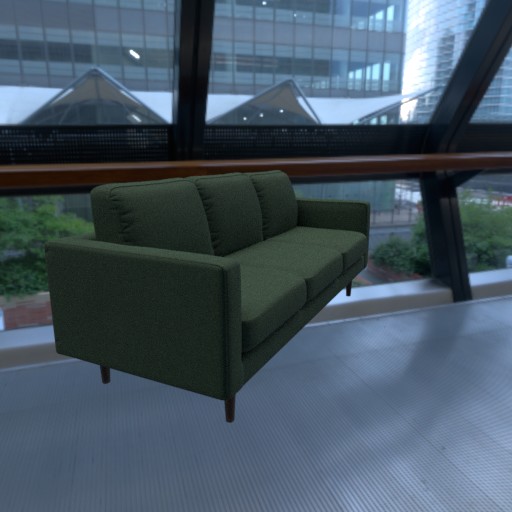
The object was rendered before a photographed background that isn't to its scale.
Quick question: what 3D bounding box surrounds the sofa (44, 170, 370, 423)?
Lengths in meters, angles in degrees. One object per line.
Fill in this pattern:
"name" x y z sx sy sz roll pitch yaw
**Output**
"sofa" 0.000 0.000 2.506 0.879 0.899 2.029 7 15 26
